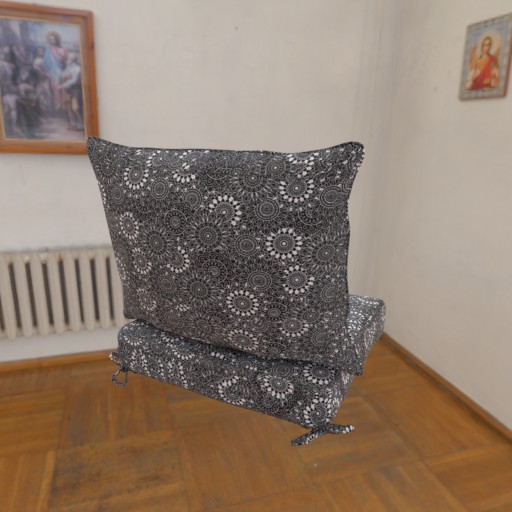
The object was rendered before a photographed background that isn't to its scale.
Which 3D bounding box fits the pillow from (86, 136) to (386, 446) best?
[{"bbox_3d":[0.000,0.000,1.379,0.798,0.722,0.740,8,18,27],"label":"pillow"}]
